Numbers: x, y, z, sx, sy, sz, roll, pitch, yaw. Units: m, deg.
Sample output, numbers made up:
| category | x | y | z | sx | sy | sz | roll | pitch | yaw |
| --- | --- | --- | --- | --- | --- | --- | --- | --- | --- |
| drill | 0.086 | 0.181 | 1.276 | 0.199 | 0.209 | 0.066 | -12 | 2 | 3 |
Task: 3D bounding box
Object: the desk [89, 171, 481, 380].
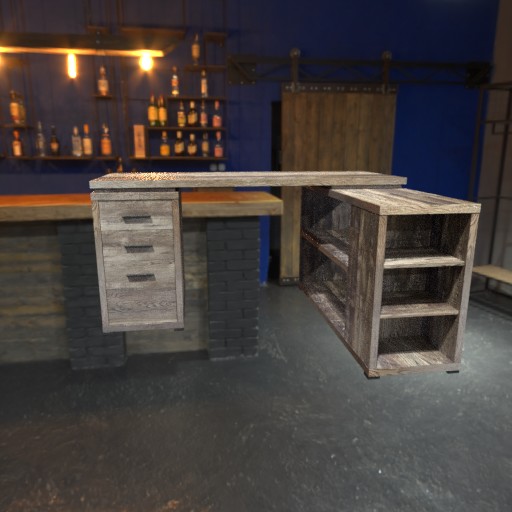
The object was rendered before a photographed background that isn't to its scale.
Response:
| category | x | y | z | sx | sy | sz | roll | pitch | yaw |
| --- | --- | --- | --- | --- | --- | --- | --- | --- | --- |
| desk | 0.000 | 0.000 | 2.203 | 1.524 | 0.753 | 1.200 | -2 | 14 | -8 |
